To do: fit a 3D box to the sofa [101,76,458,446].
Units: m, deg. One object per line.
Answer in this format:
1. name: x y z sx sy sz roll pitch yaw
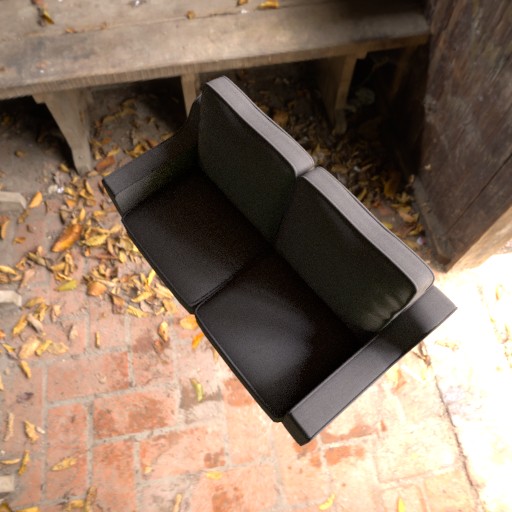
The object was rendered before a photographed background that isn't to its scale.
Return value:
1. sofa: 0.000 0.000 2.058 0.791 0.948 1.500 -36 70 -16
